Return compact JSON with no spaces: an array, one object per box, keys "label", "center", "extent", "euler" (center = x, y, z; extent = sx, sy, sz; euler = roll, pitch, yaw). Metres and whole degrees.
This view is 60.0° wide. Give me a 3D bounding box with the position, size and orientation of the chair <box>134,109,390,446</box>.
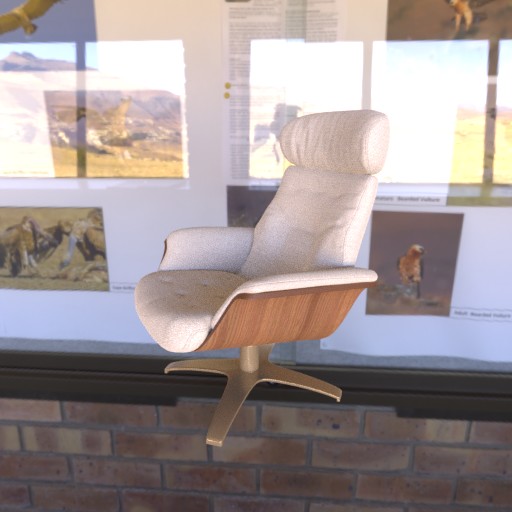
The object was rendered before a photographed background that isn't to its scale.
[{"label":"chair","center":[0.000,0.000,1.574],"extent":[0.837,0.995,0.785],"euler":[-8,18,-27]}]
